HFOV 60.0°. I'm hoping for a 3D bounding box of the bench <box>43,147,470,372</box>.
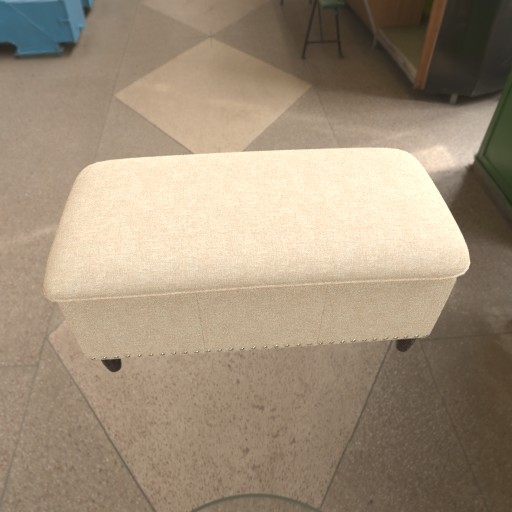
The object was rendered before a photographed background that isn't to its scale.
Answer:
[{"bbox_3d":[0.000,0.000,1.248,0.991,0.483,0.483,-3,46,-3],"label":"bench"}]
